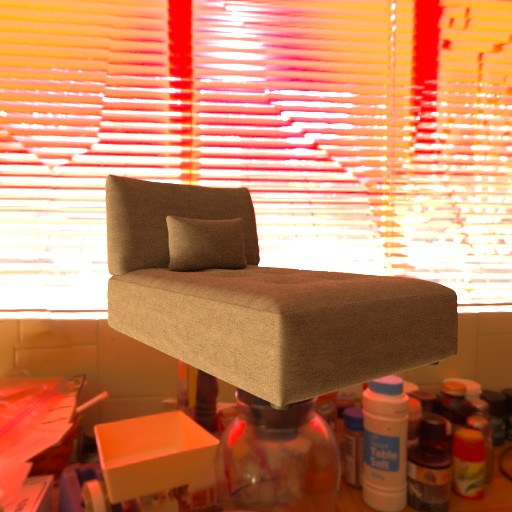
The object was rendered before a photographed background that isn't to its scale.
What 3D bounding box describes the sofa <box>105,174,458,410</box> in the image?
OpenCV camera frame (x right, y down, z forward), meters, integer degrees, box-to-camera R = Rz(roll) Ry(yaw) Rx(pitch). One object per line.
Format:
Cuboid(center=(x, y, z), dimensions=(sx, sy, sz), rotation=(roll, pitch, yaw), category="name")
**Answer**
Cuboid(center=(0.000, 0.000, 2.009), dimensions=(0.930, 0.820, 1.450), rotation=(-2, 3, -37), category="sofa")
